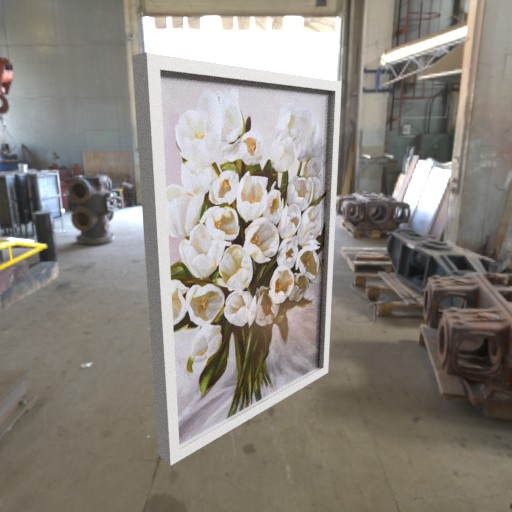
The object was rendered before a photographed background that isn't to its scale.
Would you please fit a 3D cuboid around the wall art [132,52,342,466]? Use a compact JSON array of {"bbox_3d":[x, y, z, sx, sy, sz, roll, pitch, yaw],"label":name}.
[{"bbox_3d":[0.000,0.000,0.845,0.450,0.657,0.038,-14,20,-43],"label":"wall art"}]
